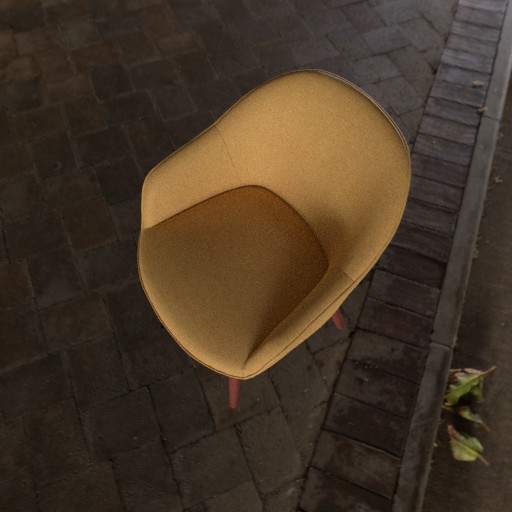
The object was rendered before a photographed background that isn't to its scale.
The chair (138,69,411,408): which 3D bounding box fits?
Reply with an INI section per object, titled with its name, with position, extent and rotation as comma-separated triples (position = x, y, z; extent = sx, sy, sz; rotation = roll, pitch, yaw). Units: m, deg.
[chair]
position = 0.000, 0.000, 1.258
extent = 0.635, 0.823, 0.596
rotation = -32, 67, -15
